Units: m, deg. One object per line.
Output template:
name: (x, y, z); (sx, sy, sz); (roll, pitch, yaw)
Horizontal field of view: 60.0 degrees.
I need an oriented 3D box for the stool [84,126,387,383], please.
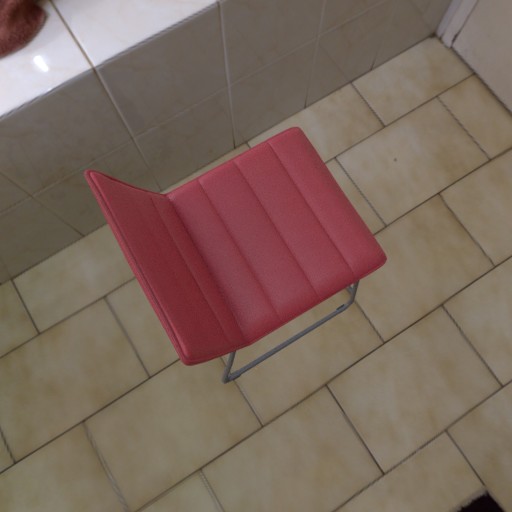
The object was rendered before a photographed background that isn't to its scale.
stool: (0.000, 0.000, 1.171); (0.524, 0.866, 0.489); (-29, 78, -7)
